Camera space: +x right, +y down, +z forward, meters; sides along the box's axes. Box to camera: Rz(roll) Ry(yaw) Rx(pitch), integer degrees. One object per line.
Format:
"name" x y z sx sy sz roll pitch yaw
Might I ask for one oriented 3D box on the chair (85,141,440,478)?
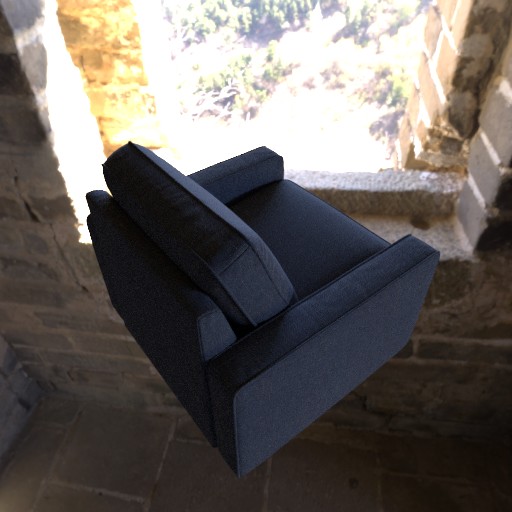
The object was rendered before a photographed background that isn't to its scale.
"chair" 0.000 0.000 1.720 0.940 0.919 1.017 -28 49 -27
